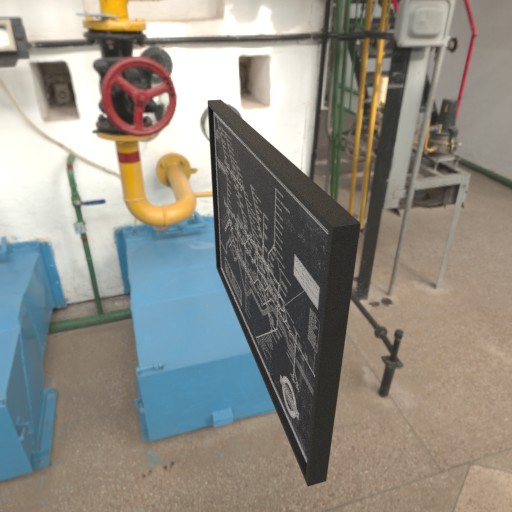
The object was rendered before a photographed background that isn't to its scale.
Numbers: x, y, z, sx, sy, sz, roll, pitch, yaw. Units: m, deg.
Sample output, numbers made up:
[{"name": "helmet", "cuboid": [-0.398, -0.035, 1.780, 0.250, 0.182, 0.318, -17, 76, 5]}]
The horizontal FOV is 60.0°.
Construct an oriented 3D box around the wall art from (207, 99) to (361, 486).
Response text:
[{"name": "wall art", "cuboid": [0.000, 0.000, 0.568, 0.021, 0.301, 0.443, -9, 32, -14]}]
